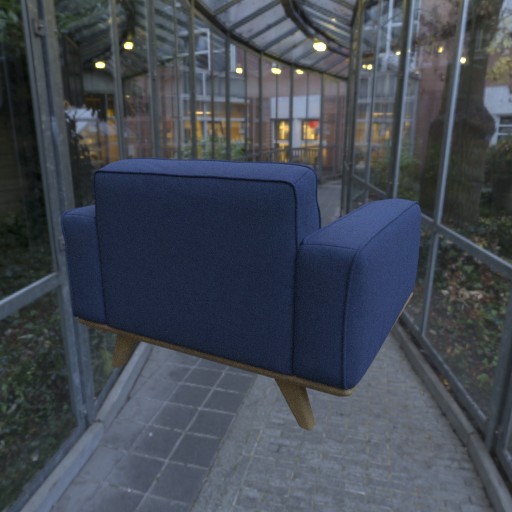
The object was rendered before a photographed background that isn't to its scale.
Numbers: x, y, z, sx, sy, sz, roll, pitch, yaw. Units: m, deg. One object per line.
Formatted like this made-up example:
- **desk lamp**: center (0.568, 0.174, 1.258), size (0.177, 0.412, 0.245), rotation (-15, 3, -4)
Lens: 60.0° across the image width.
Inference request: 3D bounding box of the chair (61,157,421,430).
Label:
- **chair**: center (0.000, 0.000, 1.760), size (1.118, 0.783, 0.953), rotation (8, 18, 27)
